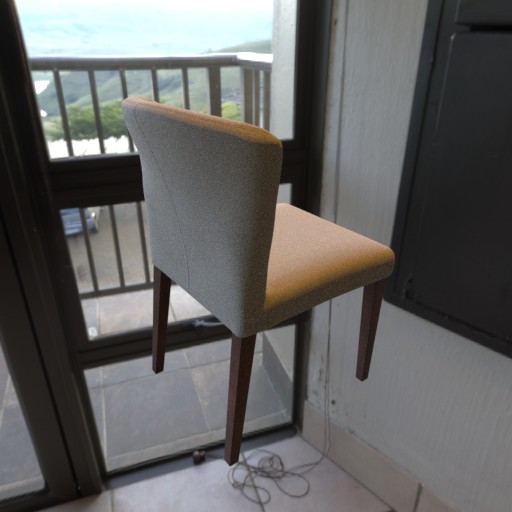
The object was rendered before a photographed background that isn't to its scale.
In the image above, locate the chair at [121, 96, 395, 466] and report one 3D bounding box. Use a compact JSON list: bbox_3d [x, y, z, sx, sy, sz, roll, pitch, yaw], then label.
[{"bbox_3d":[0.000,0.000,1.193,0.592,0.839,0.491,-19,32,-32],"label":"chair"}]
